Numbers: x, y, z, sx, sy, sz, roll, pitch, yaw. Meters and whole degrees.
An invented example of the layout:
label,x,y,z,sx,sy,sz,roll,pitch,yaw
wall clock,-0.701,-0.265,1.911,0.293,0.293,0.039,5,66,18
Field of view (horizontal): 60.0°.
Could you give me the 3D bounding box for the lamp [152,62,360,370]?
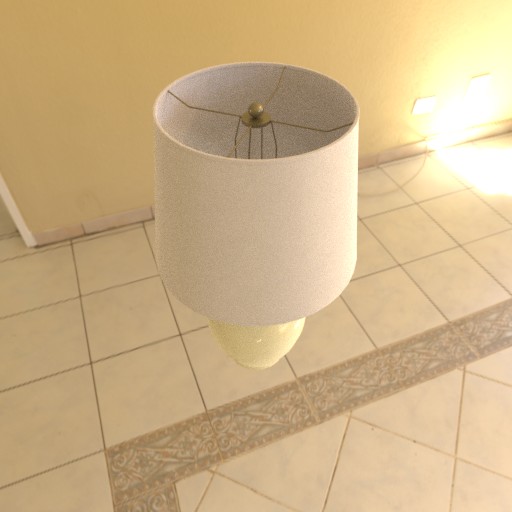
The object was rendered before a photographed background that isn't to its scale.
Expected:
label,x,y,z,sx,sy,sz,roll,pitch,yaw
lamp,0.000,0.000,0.548,0.239,0.399,0.239,0,46,0
